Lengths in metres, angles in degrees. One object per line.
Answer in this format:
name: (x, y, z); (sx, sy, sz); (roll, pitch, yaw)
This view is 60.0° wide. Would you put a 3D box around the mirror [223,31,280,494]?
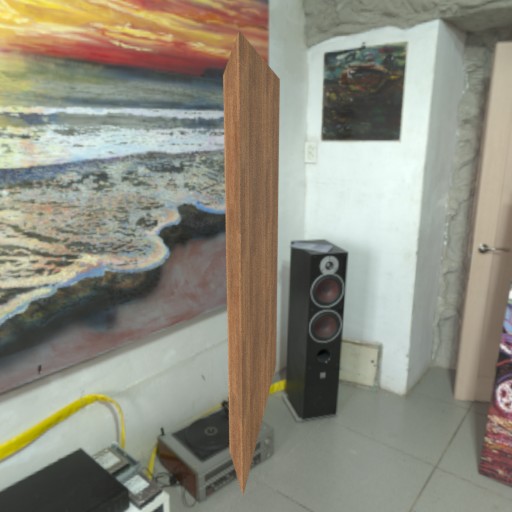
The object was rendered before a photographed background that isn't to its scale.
mirror: (0.000, 0.000, 1.242); (0.047, 1.010, 0.651); (2, 15, 9)
